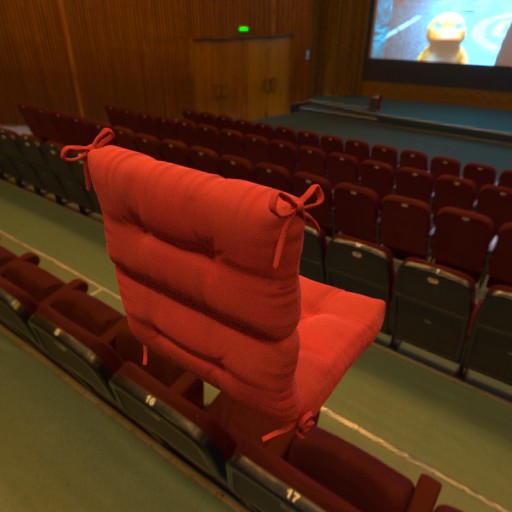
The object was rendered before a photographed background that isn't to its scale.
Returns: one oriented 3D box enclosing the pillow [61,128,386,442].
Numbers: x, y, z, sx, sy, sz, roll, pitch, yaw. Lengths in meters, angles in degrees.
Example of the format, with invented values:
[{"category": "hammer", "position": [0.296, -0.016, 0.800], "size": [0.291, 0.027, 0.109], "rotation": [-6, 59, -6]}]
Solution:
[{"category": "pillow", "position": [0.000, 0.000, 1.024], "size": [0.519, 0.605, 0.571], "rotation": [20, 36, 31]}]
